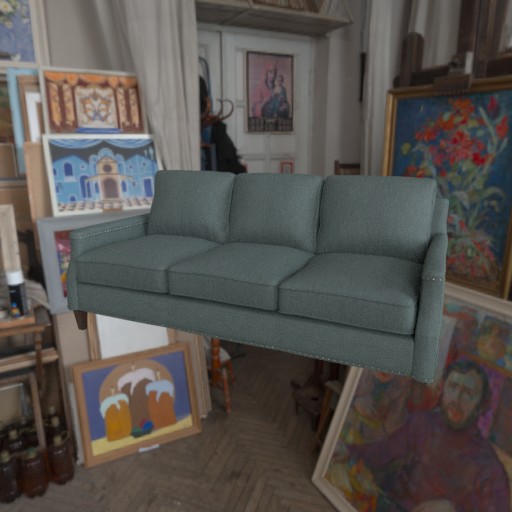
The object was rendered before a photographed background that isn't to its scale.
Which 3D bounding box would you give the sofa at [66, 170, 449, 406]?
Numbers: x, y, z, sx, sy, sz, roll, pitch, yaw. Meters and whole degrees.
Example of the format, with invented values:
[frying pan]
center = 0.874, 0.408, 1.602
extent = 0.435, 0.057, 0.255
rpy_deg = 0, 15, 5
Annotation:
[sofa]
center = 0.000, 0.000, 2.818
extent = 2.246, 1.003, 1.084
rpy_deg = 6, 16, 24
